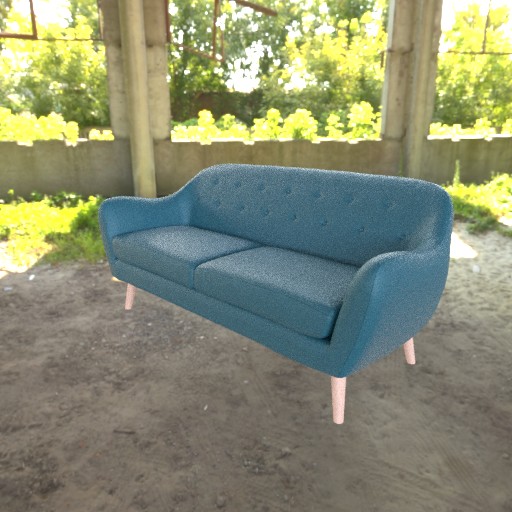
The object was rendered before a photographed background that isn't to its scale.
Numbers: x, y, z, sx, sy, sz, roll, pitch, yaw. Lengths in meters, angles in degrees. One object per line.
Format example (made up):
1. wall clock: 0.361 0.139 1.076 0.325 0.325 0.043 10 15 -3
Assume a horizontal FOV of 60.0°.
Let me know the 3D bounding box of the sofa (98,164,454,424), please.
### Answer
1. sofa: 0.000 0.000 2.262 1.840 0.836 0.820 15 22 43
